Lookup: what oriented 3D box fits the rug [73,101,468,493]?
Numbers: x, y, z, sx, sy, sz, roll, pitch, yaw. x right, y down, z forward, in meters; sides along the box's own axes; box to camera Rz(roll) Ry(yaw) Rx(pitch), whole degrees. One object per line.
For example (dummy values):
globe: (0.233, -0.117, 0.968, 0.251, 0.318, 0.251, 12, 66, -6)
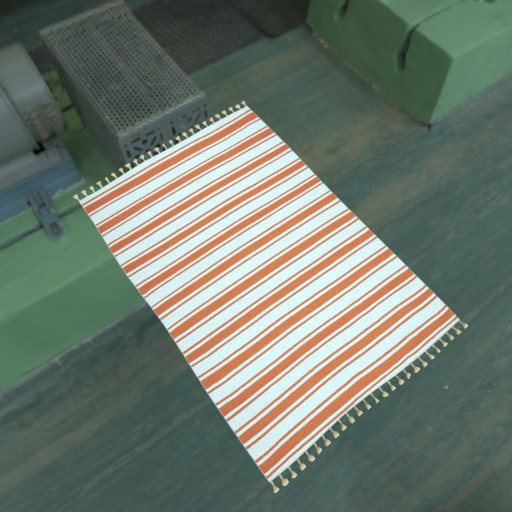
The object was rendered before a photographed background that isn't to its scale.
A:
rug: (0.000, 0.000, 3.025, 1.556, 0.022, 2.433, -34, 68, -15)
